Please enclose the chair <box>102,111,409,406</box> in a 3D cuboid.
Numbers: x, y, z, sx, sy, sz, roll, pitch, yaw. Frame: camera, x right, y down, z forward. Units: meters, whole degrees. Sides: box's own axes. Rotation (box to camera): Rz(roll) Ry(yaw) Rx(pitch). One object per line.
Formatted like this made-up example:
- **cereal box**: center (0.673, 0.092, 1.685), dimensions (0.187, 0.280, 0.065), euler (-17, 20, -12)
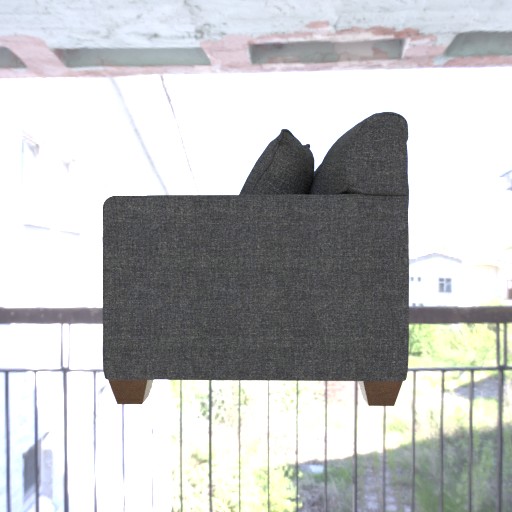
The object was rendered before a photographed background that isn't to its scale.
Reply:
- **chair**: center (0.000, 0.000, 2.039), dimensions (1.000, 0.948, 1.383), euler (0, -1, 1)
